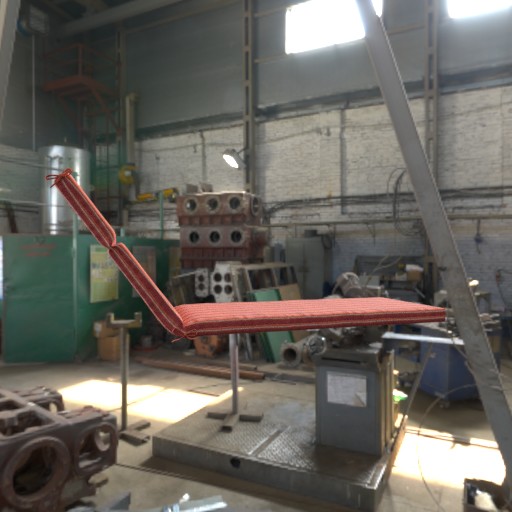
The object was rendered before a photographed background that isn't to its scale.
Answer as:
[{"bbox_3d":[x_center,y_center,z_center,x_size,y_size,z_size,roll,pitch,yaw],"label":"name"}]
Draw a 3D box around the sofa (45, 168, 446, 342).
[{"bbox_3d":[0.000,0.000,2.002,1.663,0.622,0.582,0,1,-18],"label":"sofa"}]
